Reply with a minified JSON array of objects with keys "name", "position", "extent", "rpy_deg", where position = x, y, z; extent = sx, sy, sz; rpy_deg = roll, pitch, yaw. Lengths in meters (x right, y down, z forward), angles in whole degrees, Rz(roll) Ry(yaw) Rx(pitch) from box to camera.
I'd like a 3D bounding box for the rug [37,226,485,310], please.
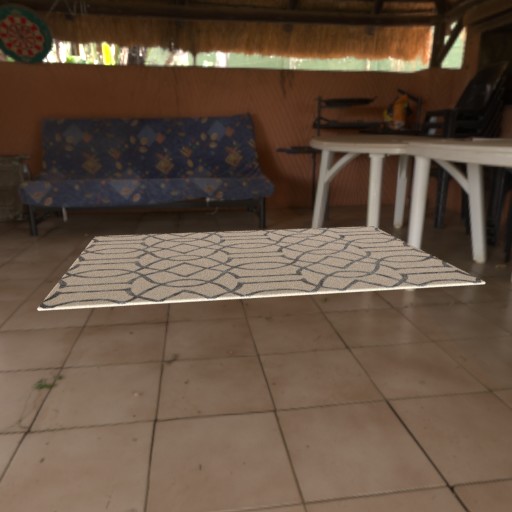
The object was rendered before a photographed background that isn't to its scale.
[{"name":"rug","position":[0.000,0.000,3.016],"extent":[2.365,0.017,1.521],"rpy_deg":[-3,16,-9]}]
